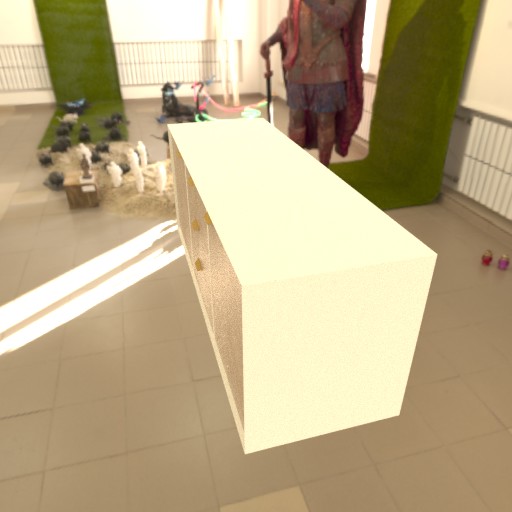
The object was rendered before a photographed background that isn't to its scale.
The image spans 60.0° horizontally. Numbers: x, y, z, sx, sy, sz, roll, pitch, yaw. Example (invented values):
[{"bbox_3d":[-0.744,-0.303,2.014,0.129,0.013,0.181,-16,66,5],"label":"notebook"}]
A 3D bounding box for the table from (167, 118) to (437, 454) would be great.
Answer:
[{"bbox_3d":[0.000,0.000,1.857,0.508,0.769,1.500,-8,31,-14],"label":"table"}]
